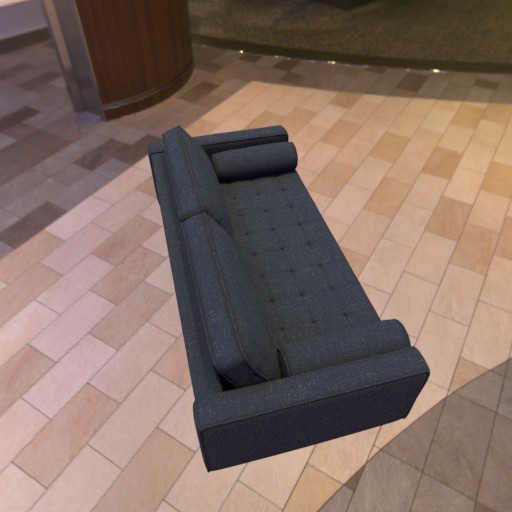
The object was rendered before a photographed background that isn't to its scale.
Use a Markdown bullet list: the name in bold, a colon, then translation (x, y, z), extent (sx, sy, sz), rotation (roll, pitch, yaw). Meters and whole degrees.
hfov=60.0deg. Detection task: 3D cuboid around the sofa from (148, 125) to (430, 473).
- **sofa**: translation (0.000, 0.000, 2.340), extent (0.914, 0.762, 1.880), rotation (-11, 47, -10)
